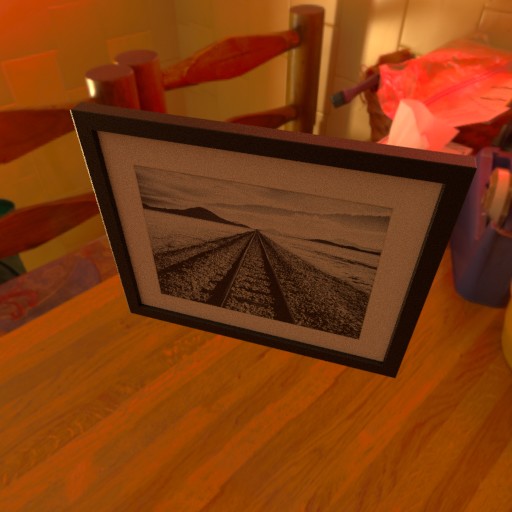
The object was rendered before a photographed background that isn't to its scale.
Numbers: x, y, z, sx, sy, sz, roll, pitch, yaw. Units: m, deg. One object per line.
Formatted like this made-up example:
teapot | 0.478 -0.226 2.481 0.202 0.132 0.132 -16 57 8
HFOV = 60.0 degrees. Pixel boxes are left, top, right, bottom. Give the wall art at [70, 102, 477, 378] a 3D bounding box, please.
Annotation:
wall art | 0.000 0.000 0.752 0.559 0.458 0.029 12 44 12
